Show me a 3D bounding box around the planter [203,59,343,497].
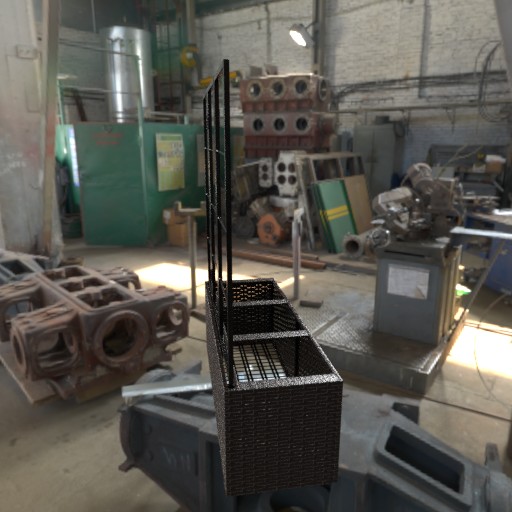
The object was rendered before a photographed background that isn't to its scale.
[{"bbox_3d":[0.000,0.000,1.158,0.244,0.841,0.699,-2,15,-9],"label":"planter"}]
